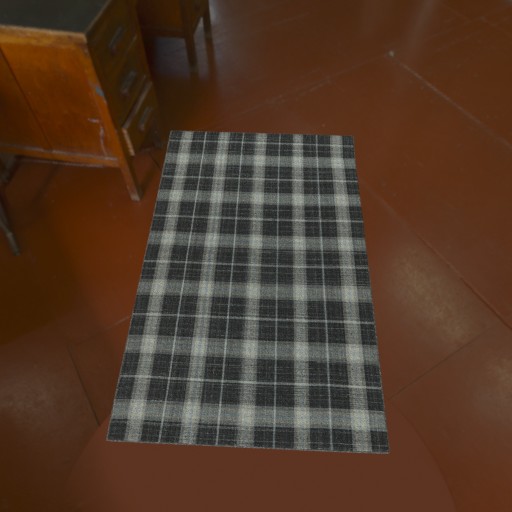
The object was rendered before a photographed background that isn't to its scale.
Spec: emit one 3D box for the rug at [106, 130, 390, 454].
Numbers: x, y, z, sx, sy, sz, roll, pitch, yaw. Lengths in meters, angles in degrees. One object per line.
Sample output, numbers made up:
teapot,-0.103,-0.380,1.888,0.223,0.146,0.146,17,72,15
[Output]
rug,0.000,0.000,3.019,1.520,0.015,2.434,2,57,1
